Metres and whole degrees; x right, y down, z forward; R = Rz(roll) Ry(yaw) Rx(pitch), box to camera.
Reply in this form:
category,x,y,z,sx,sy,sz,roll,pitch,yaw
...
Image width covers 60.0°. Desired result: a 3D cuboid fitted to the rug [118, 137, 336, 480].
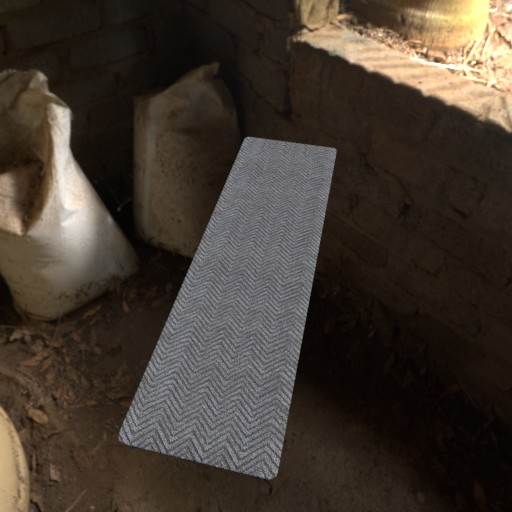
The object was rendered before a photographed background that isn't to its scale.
category,x,y,z,sx,sy,sz,roll,pitch,yaw
rug,0.000,0.000,2.543,0.686,0.008,2.286,10,49,8
